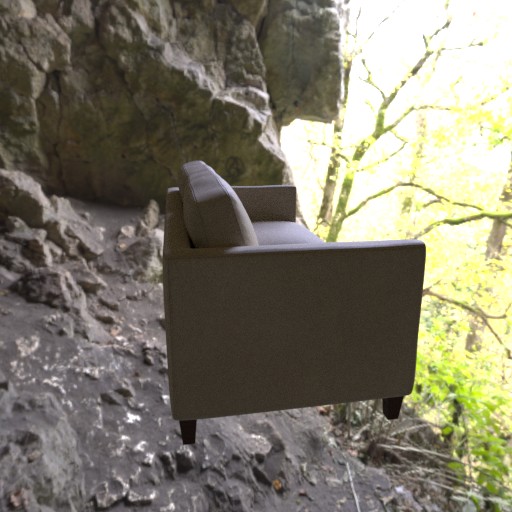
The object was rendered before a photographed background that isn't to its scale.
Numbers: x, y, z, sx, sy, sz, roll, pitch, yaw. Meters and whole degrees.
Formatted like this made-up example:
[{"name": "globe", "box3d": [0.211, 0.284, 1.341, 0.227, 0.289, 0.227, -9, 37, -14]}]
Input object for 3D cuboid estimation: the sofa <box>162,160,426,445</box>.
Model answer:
[{"name": "sofa", "box3d": [0.000, 0.000, 2.398, 0.950, 0.940, 1.846, -3, 16, -10]}]
